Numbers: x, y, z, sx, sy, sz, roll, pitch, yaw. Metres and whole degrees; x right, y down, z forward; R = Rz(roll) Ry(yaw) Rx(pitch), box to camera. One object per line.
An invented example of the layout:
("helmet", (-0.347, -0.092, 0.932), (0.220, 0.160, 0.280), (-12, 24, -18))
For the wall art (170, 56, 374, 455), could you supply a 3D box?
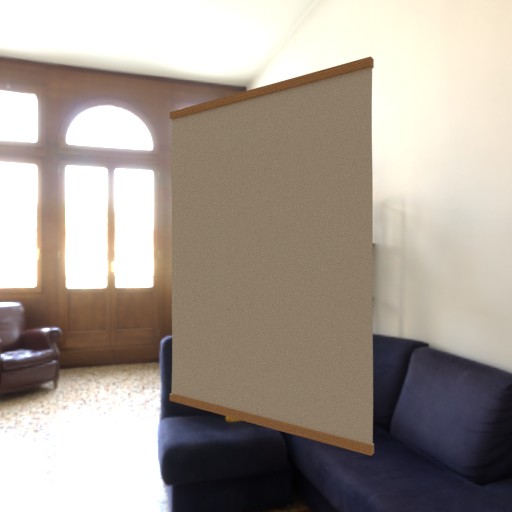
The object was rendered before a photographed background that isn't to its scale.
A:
("wall art", (0.000, 0.000, 1.354), (0.739, 1.016, 0.020), (0, 0, 36))
